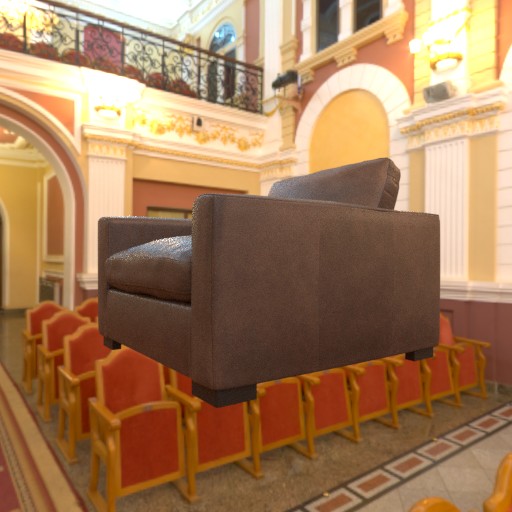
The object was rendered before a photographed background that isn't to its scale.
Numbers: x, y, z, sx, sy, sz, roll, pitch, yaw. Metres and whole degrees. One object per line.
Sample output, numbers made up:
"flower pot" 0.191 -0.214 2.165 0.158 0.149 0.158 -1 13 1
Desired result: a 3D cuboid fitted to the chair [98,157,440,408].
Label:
"chair" 0.000 0.000 1.874 1.069 0.812 1.100 0 0 -35
